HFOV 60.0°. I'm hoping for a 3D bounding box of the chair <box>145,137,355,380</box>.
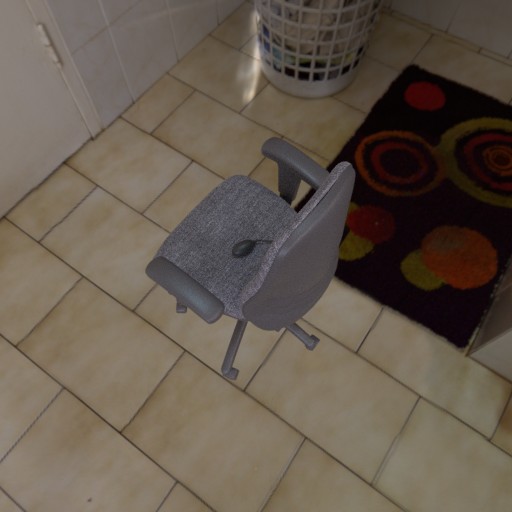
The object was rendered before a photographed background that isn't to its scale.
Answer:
[{"bbox_3d":[0.000,0.000,1.271,0.530,0.910,0.550,35,69,15],"label":"chair"}]
